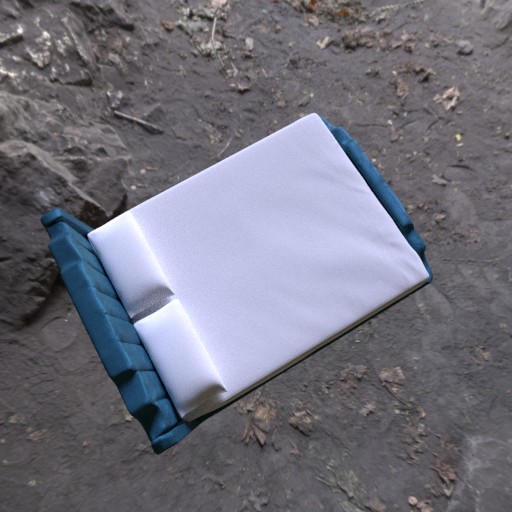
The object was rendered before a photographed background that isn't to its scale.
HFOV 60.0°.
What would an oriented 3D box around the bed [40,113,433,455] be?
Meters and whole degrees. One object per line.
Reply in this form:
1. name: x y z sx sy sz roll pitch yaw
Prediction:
1. bed: 0.000 0.000 3.313 2.322 1.338 1.678 -30 78 -7
